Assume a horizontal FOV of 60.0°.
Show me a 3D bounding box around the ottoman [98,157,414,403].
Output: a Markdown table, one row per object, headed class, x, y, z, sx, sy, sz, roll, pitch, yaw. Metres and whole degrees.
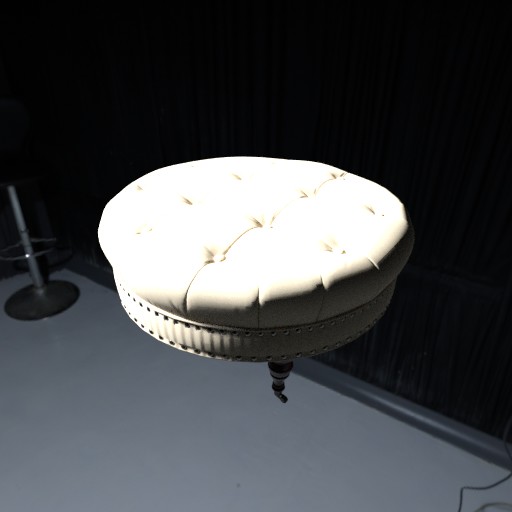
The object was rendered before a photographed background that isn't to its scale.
| class | x | y | z | sx | sy | sz | roll | pitch | yaw |
| --- | --- | --- | --- | --- | --- | --- | --- | --- | --- |
| ottoman | 0.000 | 0.000 | 1.391 | 0.901 | 0.439 | 0.901 | 0 | 30 | 0 |
